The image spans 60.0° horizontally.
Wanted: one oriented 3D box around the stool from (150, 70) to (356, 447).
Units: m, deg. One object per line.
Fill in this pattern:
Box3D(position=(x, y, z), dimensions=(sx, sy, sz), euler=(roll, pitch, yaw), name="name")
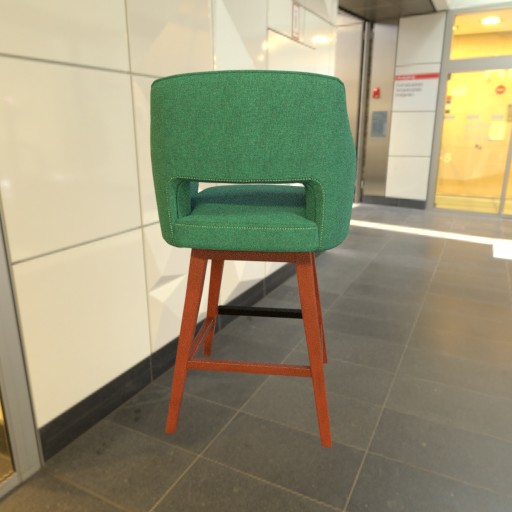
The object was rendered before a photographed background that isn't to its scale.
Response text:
Box3D(position=(0.000, 0.000, 1.309), dimensions=(0.548, 0.961, 0.556), euler=(2, 16, 7), name="stool")
